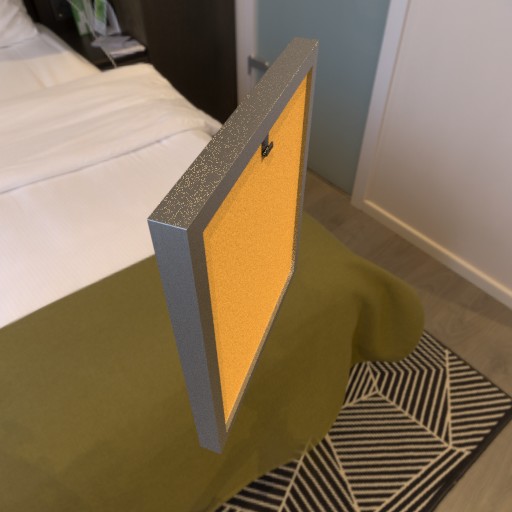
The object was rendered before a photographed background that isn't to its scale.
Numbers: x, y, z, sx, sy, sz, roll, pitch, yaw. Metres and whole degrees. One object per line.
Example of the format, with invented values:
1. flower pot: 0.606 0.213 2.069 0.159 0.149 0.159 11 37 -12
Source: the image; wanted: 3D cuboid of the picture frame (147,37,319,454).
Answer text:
1. picture frame: 0.000 0.000 1.336 0.073 0.968 0.839 15 48 14
